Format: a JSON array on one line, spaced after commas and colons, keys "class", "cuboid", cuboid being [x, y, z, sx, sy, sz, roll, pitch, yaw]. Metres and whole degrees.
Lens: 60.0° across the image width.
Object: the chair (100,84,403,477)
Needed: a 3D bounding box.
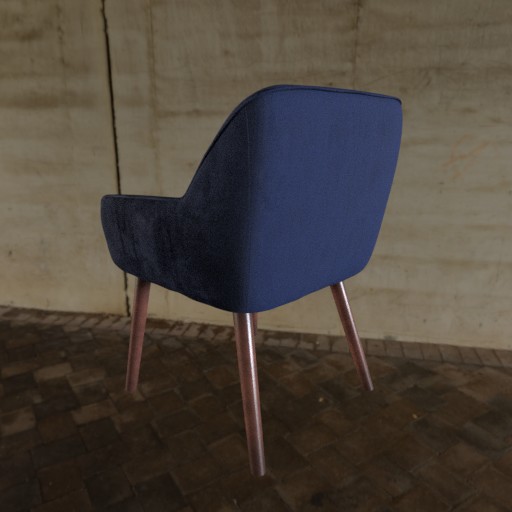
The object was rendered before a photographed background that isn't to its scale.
[{"class": "chair", "cuboid": [0.000, 0.000, 1.210, 0.600, 0.820, 0.600, 14, 21, 42]}]
